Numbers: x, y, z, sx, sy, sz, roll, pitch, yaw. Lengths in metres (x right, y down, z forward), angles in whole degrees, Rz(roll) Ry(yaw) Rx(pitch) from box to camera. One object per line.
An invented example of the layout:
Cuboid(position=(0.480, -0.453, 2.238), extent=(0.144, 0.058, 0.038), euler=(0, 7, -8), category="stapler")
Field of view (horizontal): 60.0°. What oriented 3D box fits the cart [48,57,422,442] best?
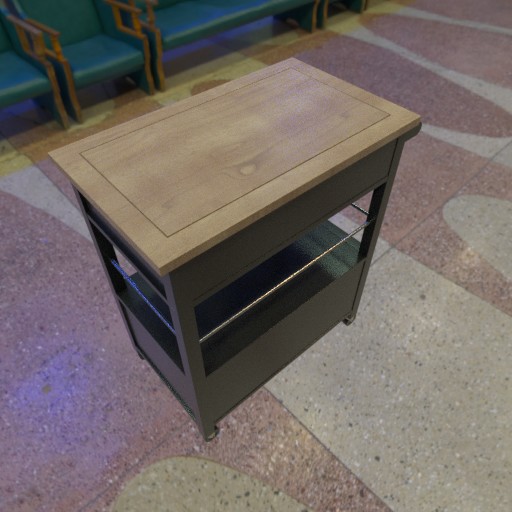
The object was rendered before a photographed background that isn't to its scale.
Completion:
Cuboid(position=(0.000, 0.000, 1.389), extent=(0.840, 0.901, 0.459), euler=(-33, 55, -27), category="cart")
